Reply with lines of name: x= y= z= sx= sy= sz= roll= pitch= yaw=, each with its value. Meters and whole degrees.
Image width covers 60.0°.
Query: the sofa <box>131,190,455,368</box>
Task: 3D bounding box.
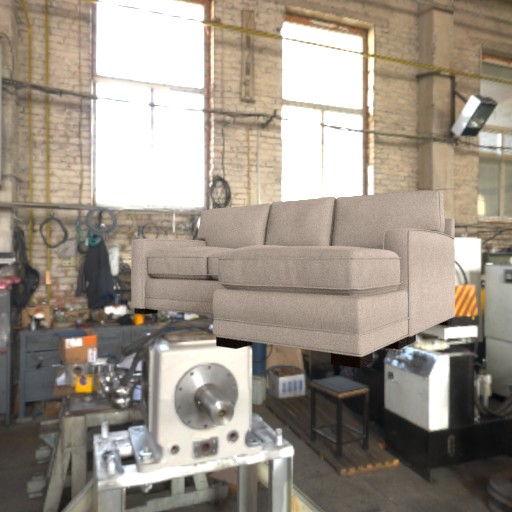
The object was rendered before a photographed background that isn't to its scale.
sofa: x=0.000 y=0.000 z=2.864 sx=2.087 sy=0.861 sz=1.496 roll=0 pitch=0 yaw=37
